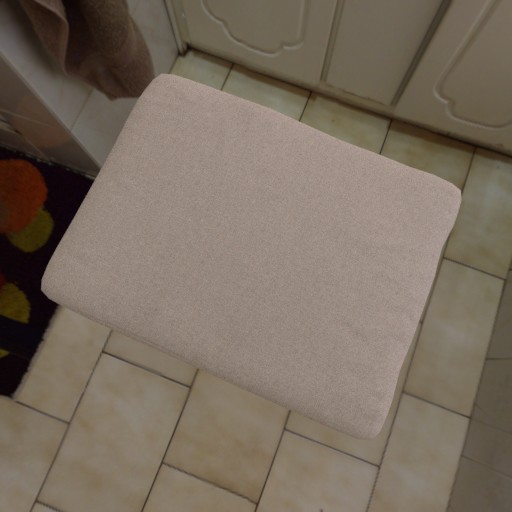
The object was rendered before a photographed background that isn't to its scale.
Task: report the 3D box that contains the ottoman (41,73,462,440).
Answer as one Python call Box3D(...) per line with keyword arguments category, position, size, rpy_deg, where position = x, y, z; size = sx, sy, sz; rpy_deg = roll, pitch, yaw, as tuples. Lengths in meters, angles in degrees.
Box3D(category="ottoman", position=(0.000, 0.000, 1.301), size=(0.902, 0.511, 0.692), rpy_deg=(23, 78, 5))
